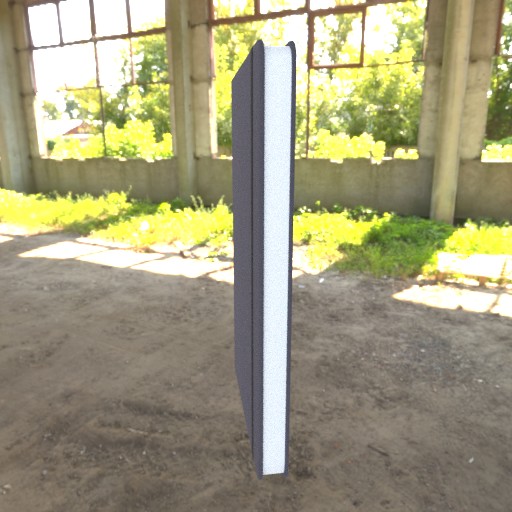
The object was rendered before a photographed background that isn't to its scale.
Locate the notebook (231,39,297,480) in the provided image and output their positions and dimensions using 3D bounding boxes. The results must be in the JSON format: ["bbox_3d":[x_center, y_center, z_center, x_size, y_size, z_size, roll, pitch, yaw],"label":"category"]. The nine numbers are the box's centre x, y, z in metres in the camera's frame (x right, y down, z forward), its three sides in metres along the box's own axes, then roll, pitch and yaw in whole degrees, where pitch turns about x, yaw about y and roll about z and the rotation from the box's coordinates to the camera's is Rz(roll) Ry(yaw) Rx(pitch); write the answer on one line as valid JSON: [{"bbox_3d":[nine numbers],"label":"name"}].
[{"bbox_3d":[0.000,0.000,0.263,0.016,0.213,0.127,-2,14,-8],"label":"notebook"}]
